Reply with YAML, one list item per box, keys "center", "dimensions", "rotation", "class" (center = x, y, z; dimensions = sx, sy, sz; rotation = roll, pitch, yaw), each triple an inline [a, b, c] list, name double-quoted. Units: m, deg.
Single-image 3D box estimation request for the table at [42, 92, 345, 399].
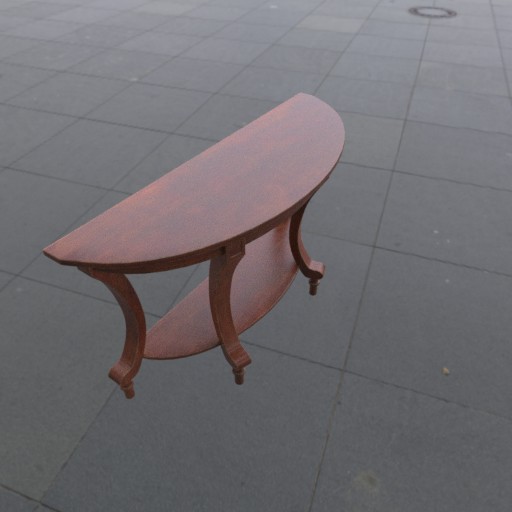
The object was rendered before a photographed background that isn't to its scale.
- center: [0.000, 0.000, 1.559]
  dimensions: [0.394, 0.699, 1.198]
  rotation: [25, 47, 25]
  class: "table"
